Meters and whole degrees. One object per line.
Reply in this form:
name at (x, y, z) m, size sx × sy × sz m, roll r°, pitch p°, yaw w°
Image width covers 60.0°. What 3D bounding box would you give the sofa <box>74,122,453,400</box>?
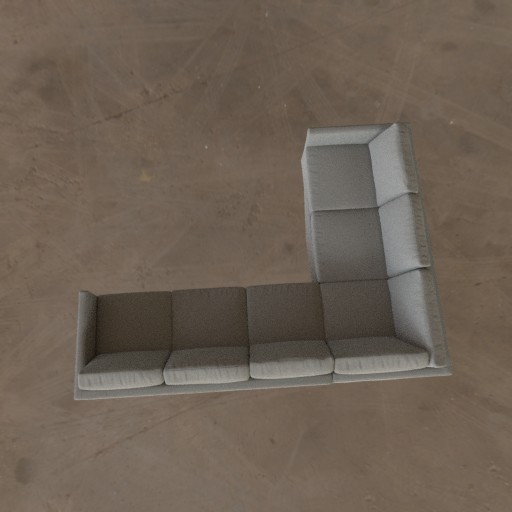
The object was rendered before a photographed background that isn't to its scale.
sofa at (0.000, 0.000, 4.242) m, size 3.182 × 0.871 × 2.432 m, roll -3°, pitch 74°, yaw -1°
